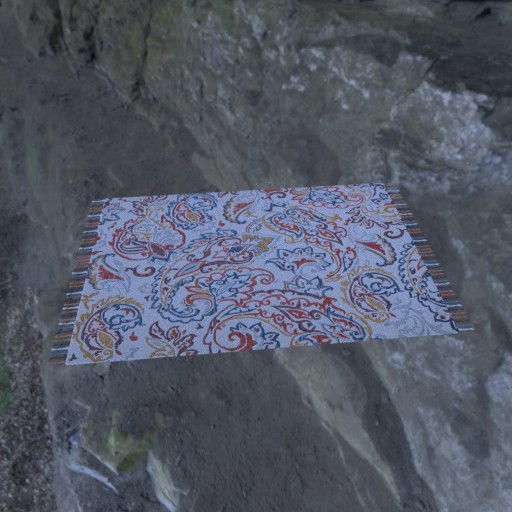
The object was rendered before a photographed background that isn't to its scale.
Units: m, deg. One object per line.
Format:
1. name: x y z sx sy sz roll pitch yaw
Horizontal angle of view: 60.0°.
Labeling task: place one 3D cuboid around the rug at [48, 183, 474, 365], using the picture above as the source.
1. rug: 0.000 0.000 2.473 1.997 0.010 1.218 -4 45 -4
